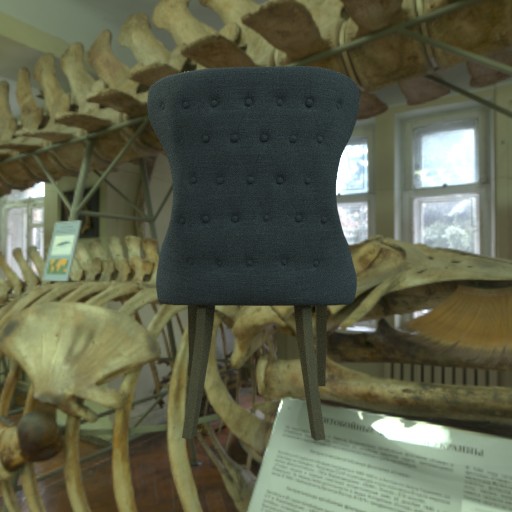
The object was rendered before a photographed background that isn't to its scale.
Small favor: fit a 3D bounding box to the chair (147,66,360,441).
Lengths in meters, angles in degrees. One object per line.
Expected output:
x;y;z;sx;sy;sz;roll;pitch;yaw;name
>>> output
0.000;0.000;1.400;0.628;0.967;0.635;0;-1;1;chair
